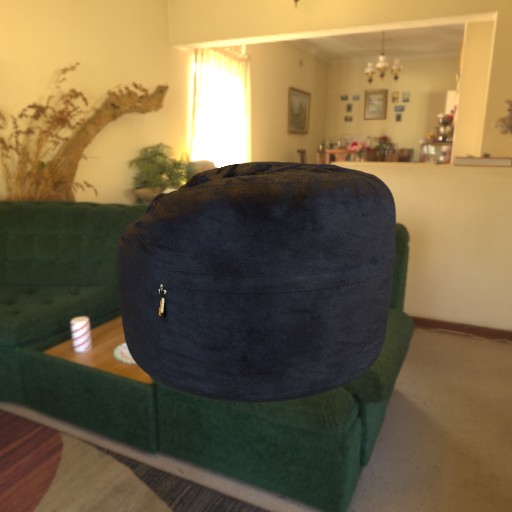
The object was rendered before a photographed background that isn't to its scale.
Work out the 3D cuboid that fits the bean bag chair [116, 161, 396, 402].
[{"bbox_3d":[0.000,0.000,1.522,0.918,0.616,0.918,0,14,0],"label":"bean bag chair"}]
